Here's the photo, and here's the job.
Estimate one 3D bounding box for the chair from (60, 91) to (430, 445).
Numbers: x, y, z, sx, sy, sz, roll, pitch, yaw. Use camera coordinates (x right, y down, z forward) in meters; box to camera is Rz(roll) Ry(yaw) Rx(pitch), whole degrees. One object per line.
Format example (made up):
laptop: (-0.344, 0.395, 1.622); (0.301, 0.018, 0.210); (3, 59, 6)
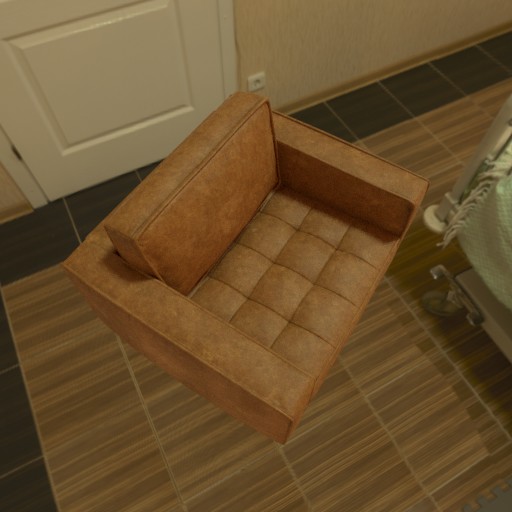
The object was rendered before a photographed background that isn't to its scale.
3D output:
chair: (0.000, 0.000, 1.518); (0.798, 0.767, 0.928); (29, 63, 16)
